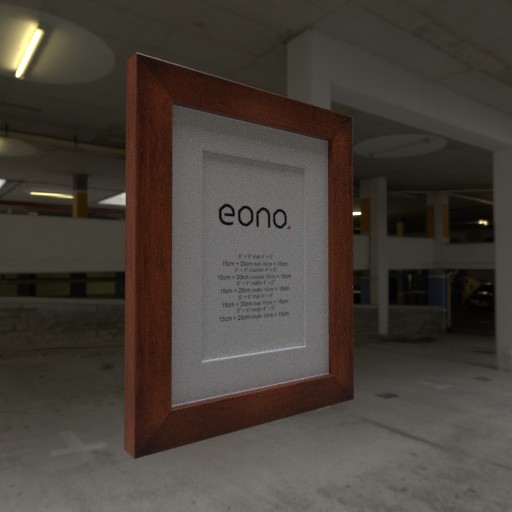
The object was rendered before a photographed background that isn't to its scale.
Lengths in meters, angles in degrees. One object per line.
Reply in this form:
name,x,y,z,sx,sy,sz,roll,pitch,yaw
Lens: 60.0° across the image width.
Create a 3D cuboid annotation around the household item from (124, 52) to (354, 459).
household item,0.000,0.000,0.340,0.200,0.250,0.020,1,-1,-37
